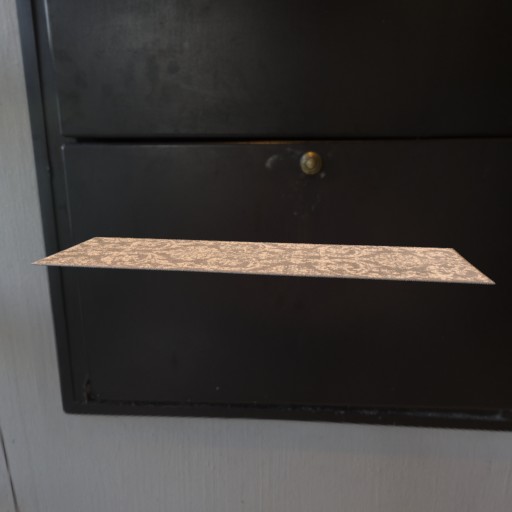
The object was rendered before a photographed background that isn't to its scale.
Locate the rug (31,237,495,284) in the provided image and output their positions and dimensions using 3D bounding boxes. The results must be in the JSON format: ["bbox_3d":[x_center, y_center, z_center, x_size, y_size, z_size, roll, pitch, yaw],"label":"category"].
[{"bbox_3d":[0.000,0.000,2.391,2.196,0.011,0.662,2,14,8],"label":"rug"}]
